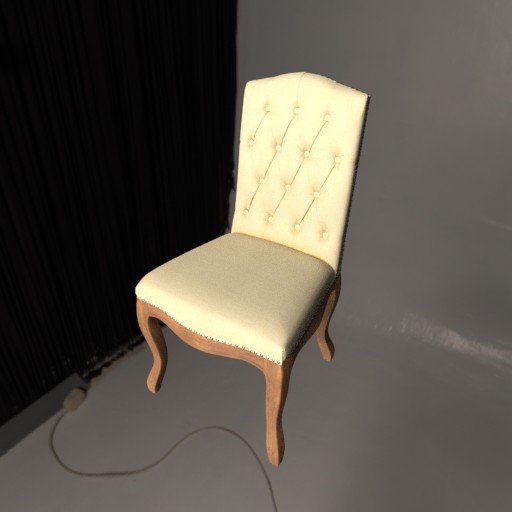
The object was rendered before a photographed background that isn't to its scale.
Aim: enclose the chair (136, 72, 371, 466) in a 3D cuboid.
[{"bbox_3d":[0.000,0.000,1.604,0.623,1.165,0.715,19,36,28],"label":"chair"}]
